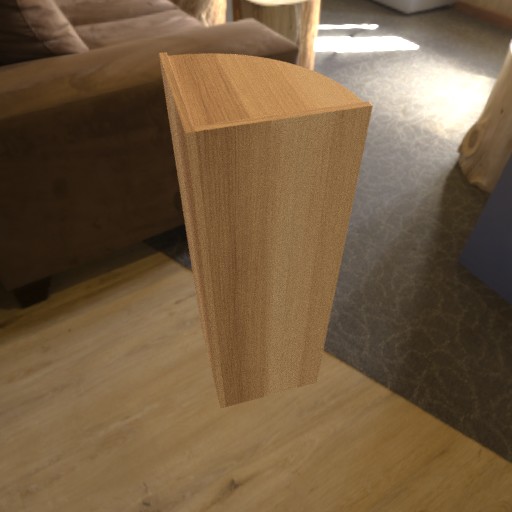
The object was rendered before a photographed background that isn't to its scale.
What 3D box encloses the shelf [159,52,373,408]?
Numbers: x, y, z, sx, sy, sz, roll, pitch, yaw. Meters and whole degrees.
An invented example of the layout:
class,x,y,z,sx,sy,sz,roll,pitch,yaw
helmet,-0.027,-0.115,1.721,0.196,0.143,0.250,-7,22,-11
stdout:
class,x,y,z,sx,sy,sz,roll,pitch,yaw
shelf,0.000,0.000,1.062,0.290,0.872,0.290,-12,47,-11
